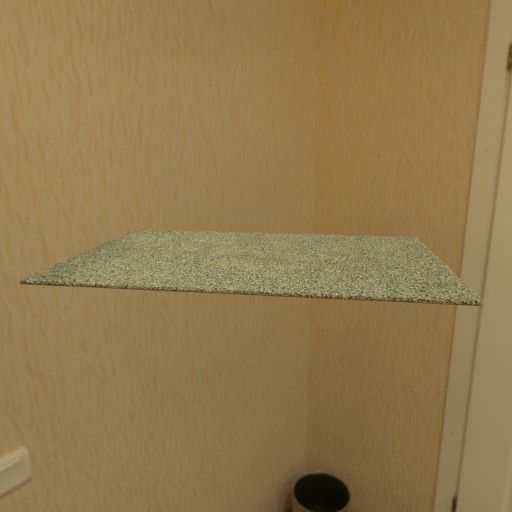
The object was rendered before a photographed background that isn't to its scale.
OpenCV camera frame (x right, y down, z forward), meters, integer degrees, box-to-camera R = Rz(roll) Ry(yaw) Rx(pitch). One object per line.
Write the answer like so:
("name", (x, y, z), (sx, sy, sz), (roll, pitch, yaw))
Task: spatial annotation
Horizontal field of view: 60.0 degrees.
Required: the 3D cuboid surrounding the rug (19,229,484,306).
("rug", (0.000, 0.000, 3.423), (2.743, 0.030, 1.778), (2, 14, 8))
